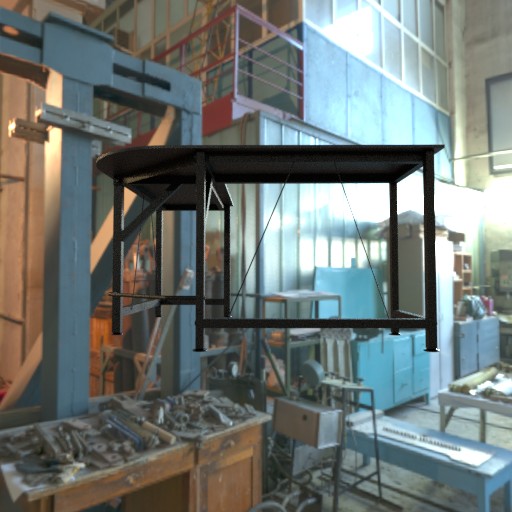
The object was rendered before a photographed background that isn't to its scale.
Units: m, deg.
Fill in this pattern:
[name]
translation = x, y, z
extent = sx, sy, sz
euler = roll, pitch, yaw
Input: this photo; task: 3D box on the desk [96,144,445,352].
[desk]
translation = 0.000, 0.000, 2.318
extent = 1.400, 0.762, 1.400
euler = 0, -2, 0
